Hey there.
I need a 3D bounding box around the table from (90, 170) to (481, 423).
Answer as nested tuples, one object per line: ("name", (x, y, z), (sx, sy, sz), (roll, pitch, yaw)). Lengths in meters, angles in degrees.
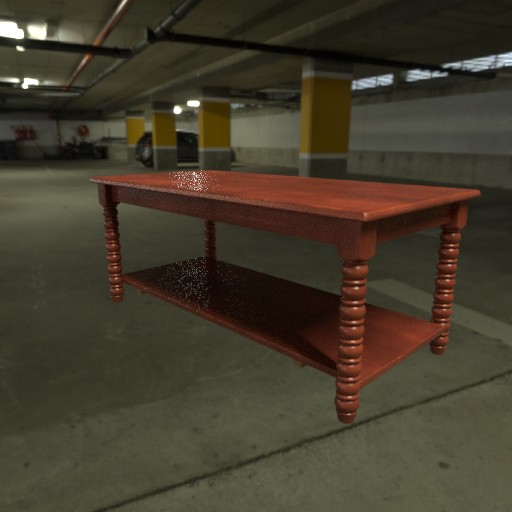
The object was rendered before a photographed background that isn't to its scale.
("table", (0.000, 0.000, 1.474), (0.580, 0.485, 1.171), (-14, 20, -43))
